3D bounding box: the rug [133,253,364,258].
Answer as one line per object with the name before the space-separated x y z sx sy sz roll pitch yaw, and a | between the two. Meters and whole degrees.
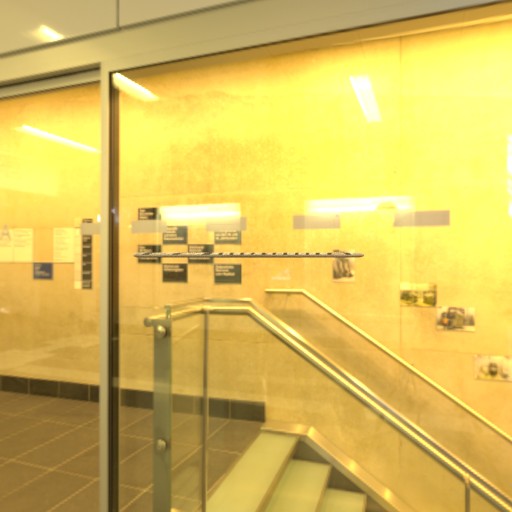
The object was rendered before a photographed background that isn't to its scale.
rug | 0.000 0.000 2.690 0.773 0.020 2.439 0 0 1
